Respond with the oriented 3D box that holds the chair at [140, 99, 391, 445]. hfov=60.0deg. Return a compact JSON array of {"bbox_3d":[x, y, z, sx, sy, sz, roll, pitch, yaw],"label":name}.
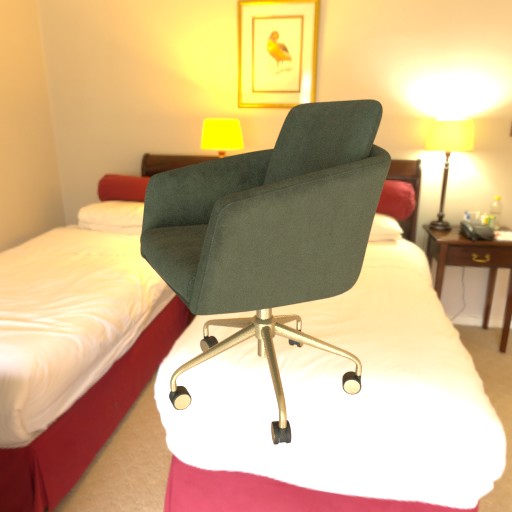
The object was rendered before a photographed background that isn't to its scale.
[{"bbox_3d":[0.000,0.000,1.361,0.635,0.908,0.641,-8,19,-25],"label":"chair"}]
